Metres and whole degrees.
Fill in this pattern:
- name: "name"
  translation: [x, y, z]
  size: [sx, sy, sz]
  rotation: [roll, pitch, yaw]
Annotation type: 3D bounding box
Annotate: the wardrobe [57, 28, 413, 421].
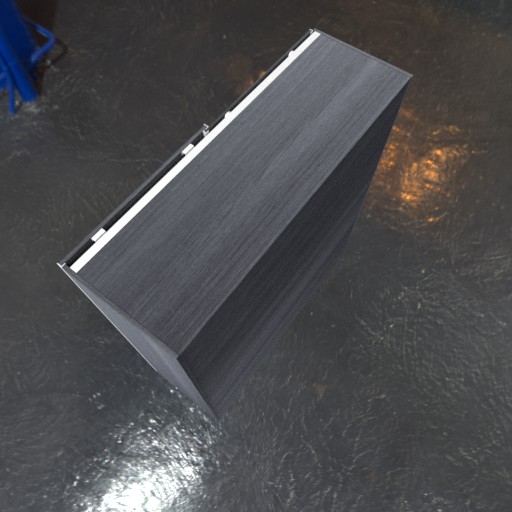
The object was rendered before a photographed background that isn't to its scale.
- name: "wardrobe"
  translation: [0.000, 0.000, 2.852]
  size: [0.629, 1.960, 1.780]
  rotation: [34, 68, 16]
